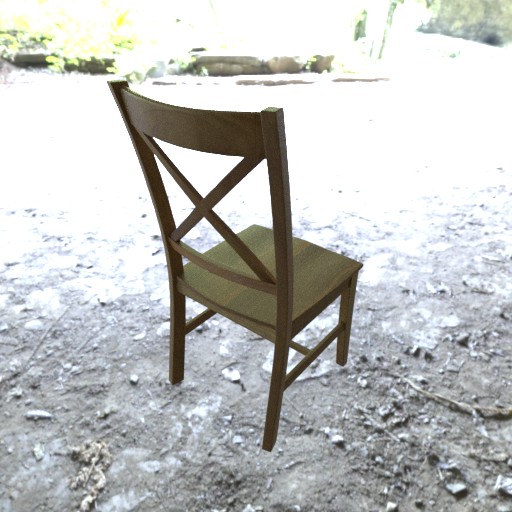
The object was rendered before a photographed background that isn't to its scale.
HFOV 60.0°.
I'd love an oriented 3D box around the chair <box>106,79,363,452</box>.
[{"bbox_3d":[0.000,0.000,1.302,0.485,0.983,0.542,23,38,33],"label":"chair"}]
